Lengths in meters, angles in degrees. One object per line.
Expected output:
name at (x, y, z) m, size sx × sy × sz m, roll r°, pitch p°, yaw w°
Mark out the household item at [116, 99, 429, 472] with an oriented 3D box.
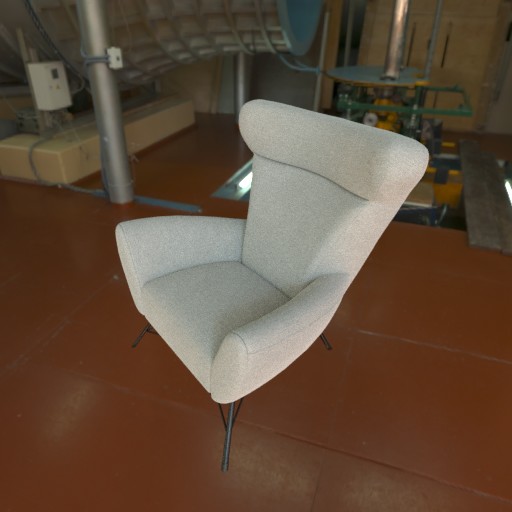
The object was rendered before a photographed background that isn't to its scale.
household item at (0.000, 0.000, 1.802) m, size 0.900 × 1.050 × 0.980 m, roll -20°, pitch 36°, yaw -31°
